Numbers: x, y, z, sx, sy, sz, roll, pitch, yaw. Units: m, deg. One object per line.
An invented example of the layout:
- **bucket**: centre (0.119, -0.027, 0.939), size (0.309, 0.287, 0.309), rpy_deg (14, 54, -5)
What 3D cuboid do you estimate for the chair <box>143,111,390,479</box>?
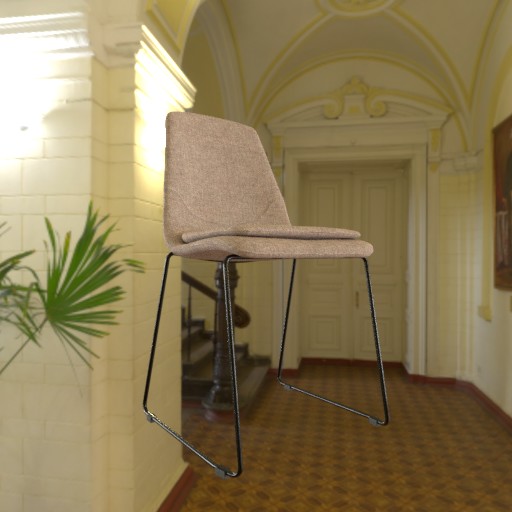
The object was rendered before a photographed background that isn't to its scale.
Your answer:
- **chair**: centre (0.000, 0.000, 1.168), size (0.479, 0.858, 0.518), rpy_deg (0, 0, -35)
